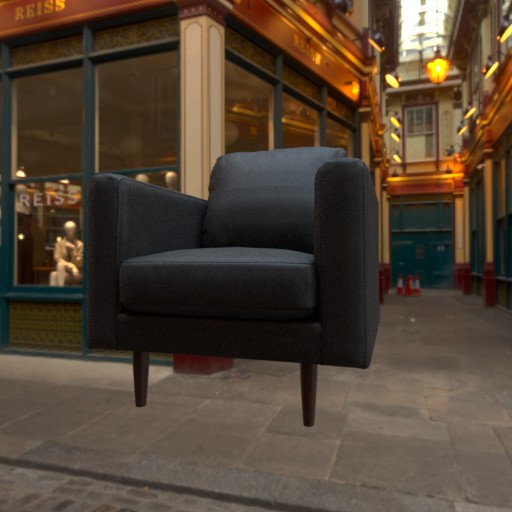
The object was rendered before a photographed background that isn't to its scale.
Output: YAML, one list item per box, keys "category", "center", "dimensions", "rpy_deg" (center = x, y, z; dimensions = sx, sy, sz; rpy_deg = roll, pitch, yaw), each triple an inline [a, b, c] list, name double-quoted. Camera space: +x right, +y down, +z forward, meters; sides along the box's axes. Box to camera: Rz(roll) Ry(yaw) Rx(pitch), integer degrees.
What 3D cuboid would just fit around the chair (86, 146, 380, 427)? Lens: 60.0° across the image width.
- category: "chair"
  center: [0.000, 0.000, 1.580]
  dimensions: [0.831, 0.898, 0.879]
  rpy_deg: [0, 0, 17]
